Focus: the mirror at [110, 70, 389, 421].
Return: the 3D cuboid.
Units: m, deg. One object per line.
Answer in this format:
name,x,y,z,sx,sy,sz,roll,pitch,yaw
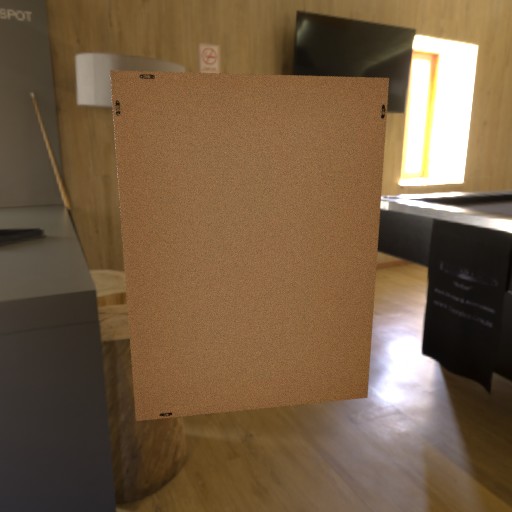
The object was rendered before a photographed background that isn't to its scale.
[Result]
mirror,0.000,0.000,1.332,0.762,1.016,0.041,-2,14,-10
